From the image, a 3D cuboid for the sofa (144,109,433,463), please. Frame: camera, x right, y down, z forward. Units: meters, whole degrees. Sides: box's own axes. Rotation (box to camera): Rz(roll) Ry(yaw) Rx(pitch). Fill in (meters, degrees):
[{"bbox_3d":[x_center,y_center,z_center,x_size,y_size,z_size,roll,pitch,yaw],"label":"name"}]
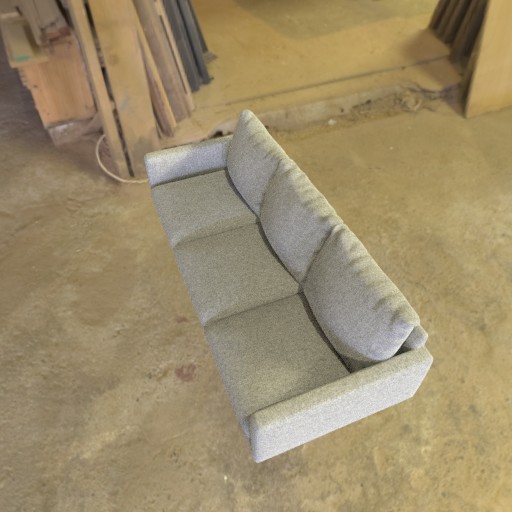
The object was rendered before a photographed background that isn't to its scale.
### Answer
[{"bbox_3d":[0.000,0.000,2.538,0.850,0.830,2.000,-17,49,-15],"label":"sofa"}]
